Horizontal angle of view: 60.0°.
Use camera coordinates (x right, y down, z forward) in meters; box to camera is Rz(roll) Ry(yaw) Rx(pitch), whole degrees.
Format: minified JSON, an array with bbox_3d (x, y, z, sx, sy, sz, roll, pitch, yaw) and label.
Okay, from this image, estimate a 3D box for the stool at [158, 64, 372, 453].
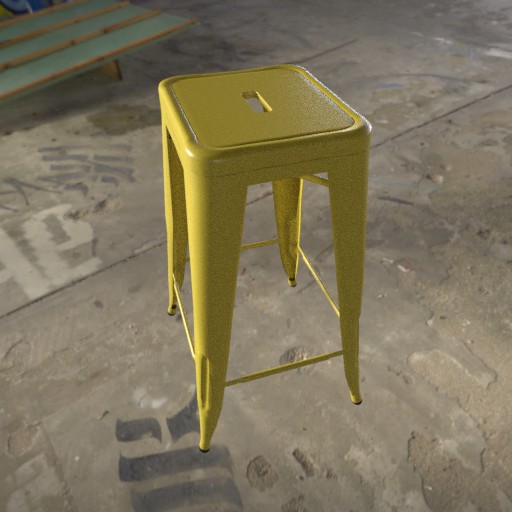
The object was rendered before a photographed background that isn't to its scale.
[{"bbox_3d":[0.000,0.000,0.852,0.359,0.609,0.399,-12,42,-14],"label":"stool"}]
